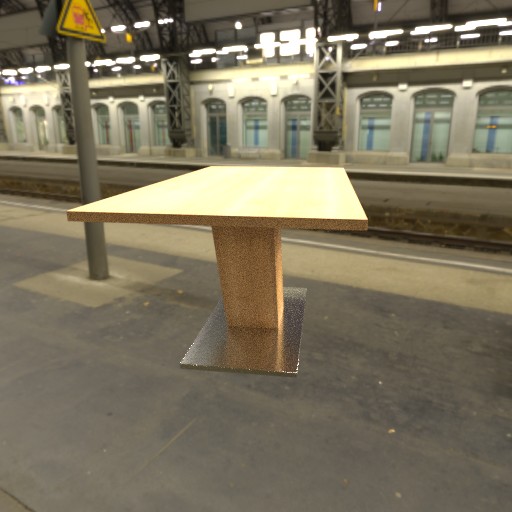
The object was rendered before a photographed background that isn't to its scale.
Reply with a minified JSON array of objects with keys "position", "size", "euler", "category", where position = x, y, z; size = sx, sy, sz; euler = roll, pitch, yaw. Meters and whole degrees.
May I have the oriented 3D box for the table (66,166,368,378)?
[{"position":[0.000,0.000,2.249],"size":[0.900,0.750,1.800],"euler":[2,16,8],"category":"table"}]
